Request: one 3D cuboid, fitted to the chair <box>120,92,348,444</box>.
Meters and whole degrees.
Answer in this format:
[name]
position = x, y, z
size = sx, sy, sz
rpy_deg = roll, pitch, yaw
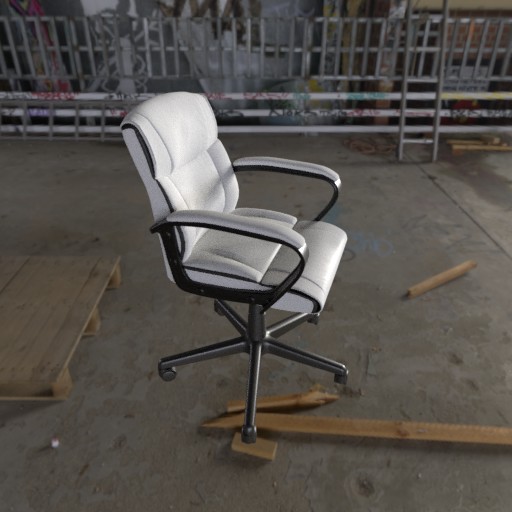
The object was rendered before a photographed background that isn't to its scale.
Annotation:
[chair]
position = 0.000, 0.000, 1.515
size = 0.717, 1.004, 0.739
rpy_deg = 10, 32, 17
